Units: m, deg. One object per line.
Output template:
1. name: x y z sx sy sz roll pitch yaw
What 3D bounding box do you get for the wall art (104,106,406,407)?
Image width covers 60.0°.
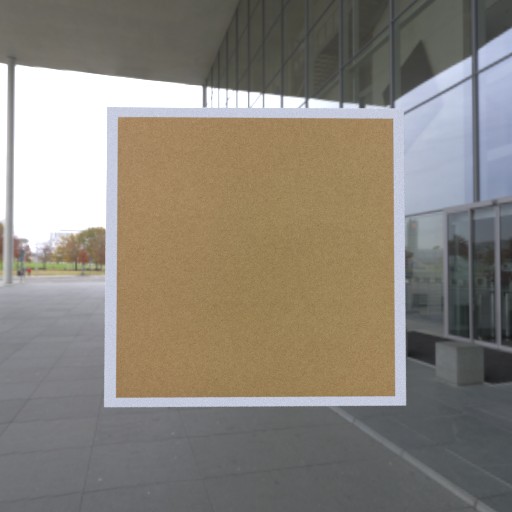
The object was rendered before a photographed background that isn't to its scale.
1. wall art: 0.000 0.000 1.147 0.763 0.761 0.038 0 -1 -1
